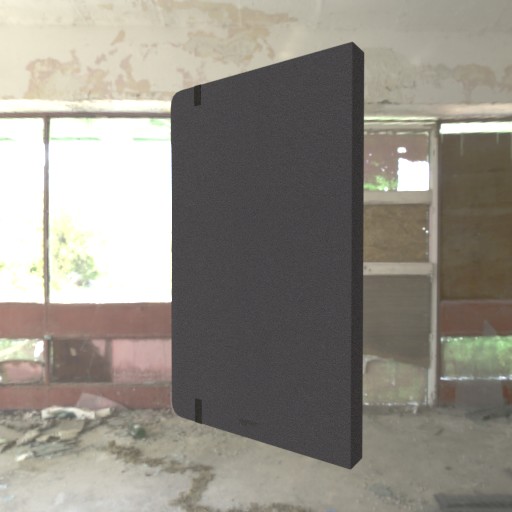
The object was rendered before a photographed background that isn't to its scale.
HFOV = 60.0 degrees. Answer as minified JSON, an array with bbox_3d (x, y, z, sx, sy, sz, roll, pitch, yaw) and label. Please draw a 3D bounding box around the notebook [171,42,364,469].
[{"bbox_3d":[0.000,0.000,0.262,0.127,0.213,0.016,1,1,35],"label":"notebook"}]
